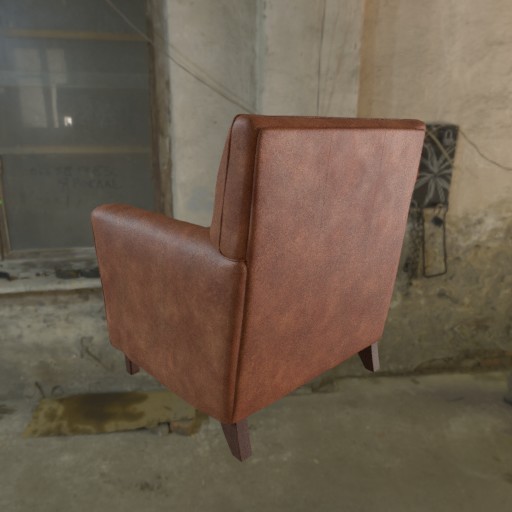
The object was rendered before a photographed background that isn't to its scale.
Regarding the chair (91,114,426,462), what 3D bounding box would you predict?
[{"bbox_3d":[0.000,0.000,1.594,0.870,0.943,0.823,-15,22,-42],"label":"chair"}]
